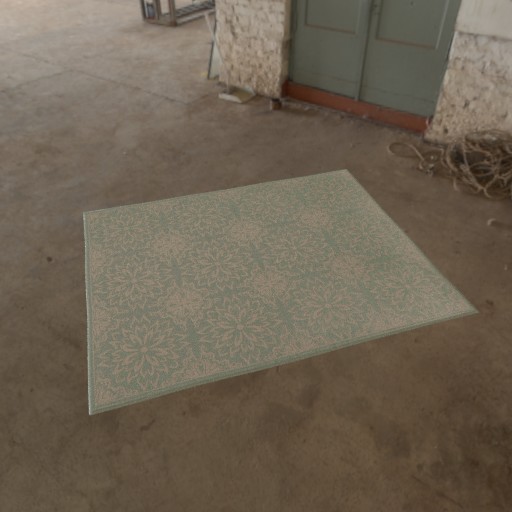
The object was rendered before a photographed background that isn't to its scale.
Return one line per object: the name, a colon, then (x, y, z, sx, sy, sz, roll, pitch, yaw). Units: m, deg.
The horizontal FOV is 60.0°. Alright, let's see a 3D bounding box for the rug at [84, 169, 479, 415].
rug: (0.000, 0.000, 4.040, 2.980, 0.012, 2.363, -11, 42, -13)
